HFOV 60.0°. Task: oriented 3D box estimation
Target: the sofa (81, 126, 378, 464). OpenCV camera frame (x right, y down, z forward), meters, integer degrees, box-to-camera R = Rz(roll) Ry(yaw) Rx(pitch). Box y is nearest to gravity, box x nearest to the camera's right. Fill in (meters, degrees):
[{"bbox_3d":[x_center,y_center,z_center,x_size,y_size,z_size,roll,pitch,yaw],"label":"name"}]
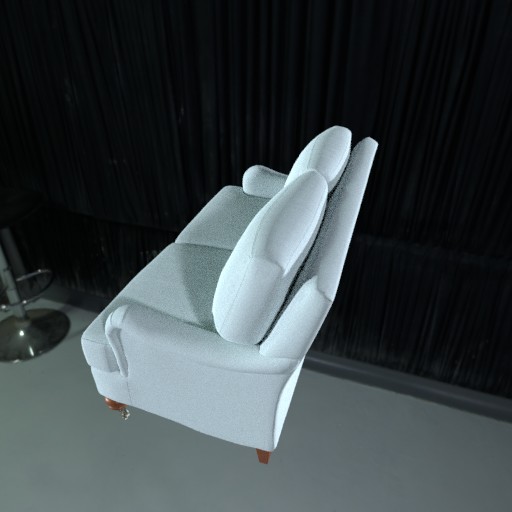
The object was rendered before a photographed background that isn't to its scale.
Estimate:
[{"bbox_3d":[0.000,0.000,2.500,1.084,1.101,1.853,9,33,15],"label":"sofa"}]
